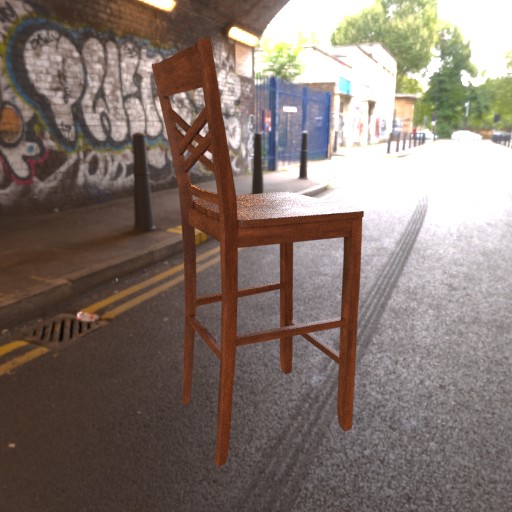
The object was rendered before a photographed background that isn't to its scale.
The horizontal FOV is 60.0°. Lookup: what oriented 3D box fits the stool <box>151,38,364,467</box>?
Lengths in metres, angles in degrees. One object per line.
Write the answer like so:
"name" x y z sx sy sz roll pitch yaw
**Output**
"stool" 0.000 0.000 1.345 0.487 1.105 0.433 -8 18 -25
